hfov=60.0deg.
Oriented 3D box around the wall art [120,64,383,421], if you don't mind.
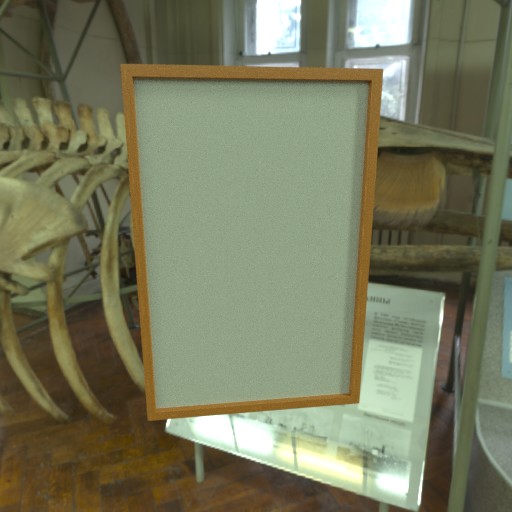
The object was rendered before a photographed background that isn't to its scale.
[{"bbox_3d":[0.000,0.000,0.770,0.405,0.608,0.025,-2,16,-7],"label":"wall art"}]
